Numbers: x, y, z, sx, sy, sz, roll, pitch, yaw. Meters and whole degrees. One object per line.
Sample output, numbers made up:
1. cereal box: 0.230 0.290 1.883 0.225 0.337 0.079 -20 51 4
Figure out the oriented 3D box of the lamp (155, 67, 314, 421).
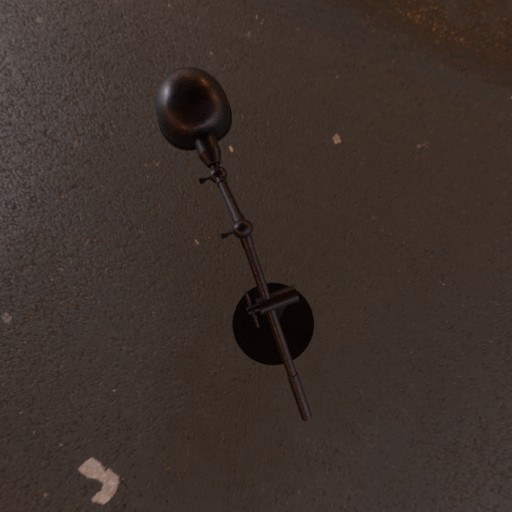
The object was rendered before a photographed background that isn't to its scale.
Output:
1. lamp: 0.000 0.000 0.811 0.185 0.495 0.567 -20 77 -5
